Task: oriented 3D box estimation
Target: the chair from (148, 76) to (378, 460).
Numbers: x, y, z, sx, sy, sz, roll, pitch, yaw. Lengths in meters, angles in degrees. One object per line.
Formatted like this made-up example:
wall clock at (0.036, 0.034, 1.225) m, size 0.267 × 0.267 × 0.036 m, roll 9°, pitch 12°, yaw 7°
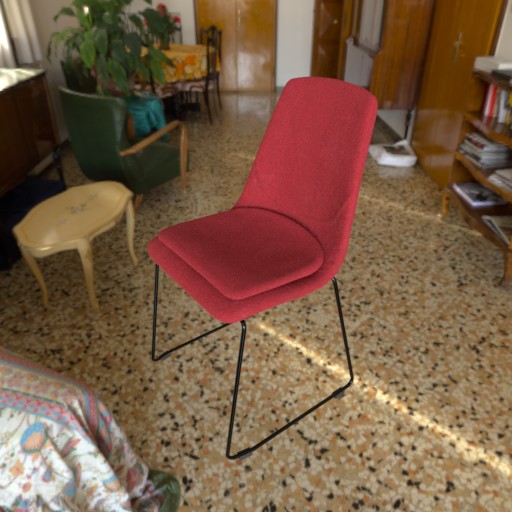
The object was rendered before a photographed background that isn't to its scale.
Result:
chair at (0.000, 0.000, 1.207) m, size 0.518 × 0.858 × 0.479 m, roll -21°, pitch 37°, yaw -31°
